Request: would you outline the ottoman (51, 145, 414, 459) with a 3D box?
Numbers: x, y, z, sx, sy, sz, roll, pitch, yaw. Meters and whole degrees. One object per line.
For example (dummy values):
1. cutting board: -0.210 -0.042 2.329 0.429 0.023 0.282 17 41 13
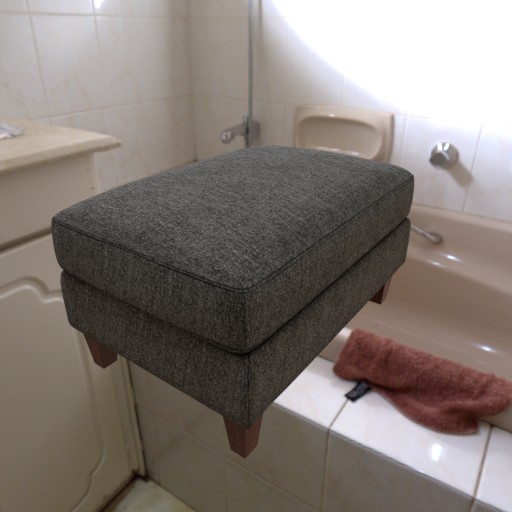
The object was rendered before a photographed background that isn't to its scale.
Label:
1. ottoman: 0.000 0.000 1.224 0.584 0.483 0.864 18 32 32
